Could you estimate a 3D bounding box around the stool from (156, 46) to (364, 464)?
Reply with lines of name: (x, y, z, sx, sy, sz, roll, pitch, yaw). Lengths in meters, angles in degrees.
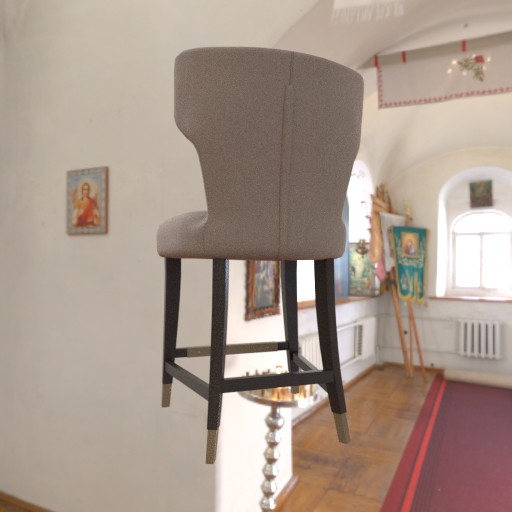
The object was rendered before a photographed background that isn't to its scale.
stool: (0.000, 0.000, 1.297, 0.527, 0.982, 0.563, 0, -1, -19)
